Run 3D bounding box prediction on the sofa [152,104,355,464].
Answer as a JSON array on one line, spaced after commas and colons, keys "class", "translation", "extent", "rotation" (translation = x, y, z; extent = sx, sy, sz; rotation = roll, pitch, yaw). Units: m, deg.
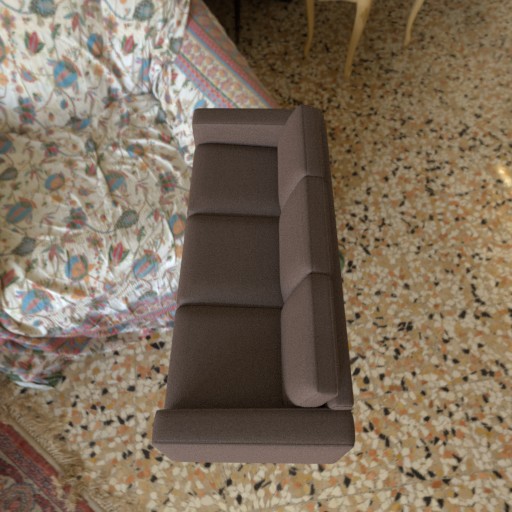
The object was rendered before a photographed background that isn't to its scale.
[{"class": "sofa", "translation": [0.000, 0.000, 2.619], "extent": [0.900, 0.806, 2.160], "rotation": [1, 58, 0]}]
